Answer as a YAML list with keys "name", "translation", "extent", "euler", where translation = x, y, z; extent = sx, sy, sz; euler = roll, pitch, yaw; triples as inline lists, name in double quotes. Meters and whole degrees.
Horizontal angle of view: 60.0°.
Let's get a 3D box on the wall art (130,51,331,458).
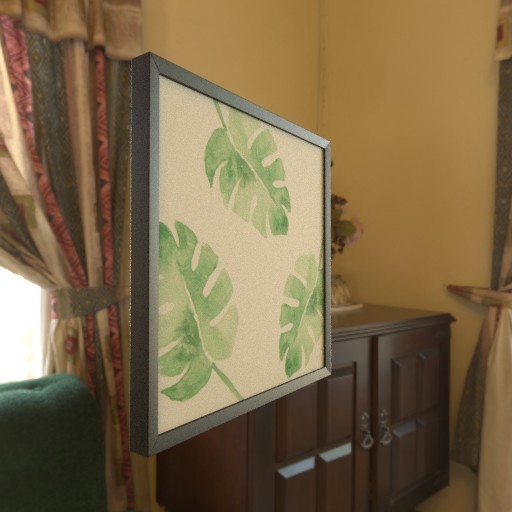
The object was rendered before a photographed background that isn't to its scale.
- name: "wall art"
  translation: [0.000, 0.000, 0.768]
  extent: [0.036, 0.508, 0.508]
  euler: [-1, -1, 36]
